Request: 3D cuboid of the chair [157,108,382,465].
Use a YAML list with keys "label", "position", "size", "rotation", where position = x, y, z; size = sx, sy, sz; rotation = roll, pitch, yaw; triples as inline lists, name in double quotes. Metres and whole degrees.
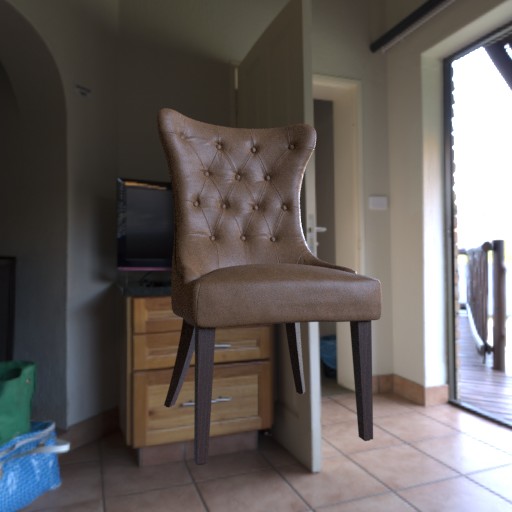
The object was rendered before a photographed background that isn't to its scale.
- label: "chair"
  position: [0.000, 0.000, 1.472]
  size: [0.611, 1.065, 0.669]
  rotation: [0, -1, -19]
